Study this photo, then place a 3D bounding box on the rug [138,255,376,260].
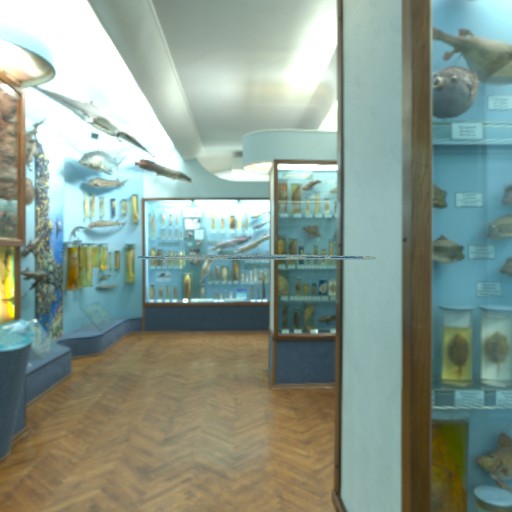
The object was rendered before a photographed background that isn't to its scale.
[{"bbox_3d":[0.000,0.000,2.645,0.768,0.011,2.446,0,0,0],"label":"rug"}]
